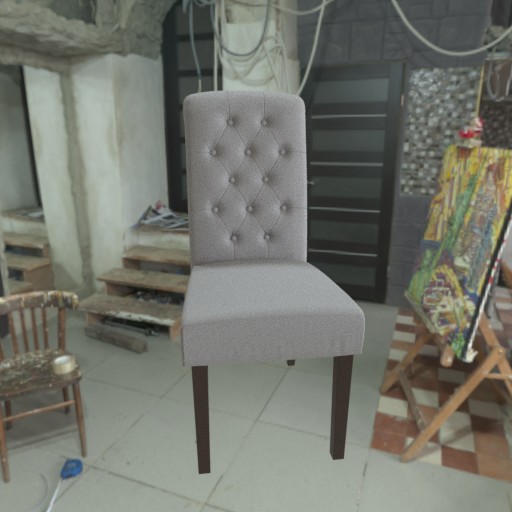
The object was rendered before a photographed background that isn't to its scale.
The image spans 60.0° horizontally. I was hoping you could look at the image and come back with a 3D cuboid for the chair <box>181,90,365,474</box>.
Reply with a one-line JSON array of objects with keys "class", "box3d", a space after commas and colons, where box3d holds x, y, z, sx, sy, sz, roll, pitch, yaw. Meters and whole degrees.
[{"class": "chair", "box3d": [0.000, 0.000, 1.370, 0.456, 1.006, 0.671, -2, 16, -8]}]
